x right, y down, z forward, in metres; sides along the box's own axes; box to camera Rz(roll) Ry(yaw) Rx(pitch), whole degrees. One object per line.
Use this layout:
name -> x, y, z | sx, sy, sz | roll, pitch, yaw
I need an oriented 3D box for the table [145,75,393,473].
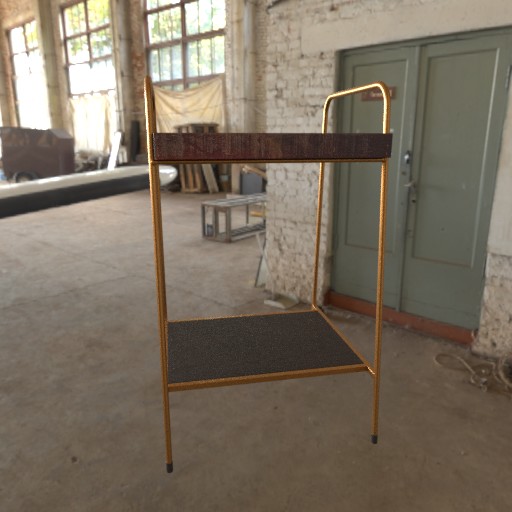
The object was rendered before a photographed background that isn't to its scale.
table -> 0.000, 0.000, 0.984 | 0.430, 0.710, 0.430 | -3, 15, -11
